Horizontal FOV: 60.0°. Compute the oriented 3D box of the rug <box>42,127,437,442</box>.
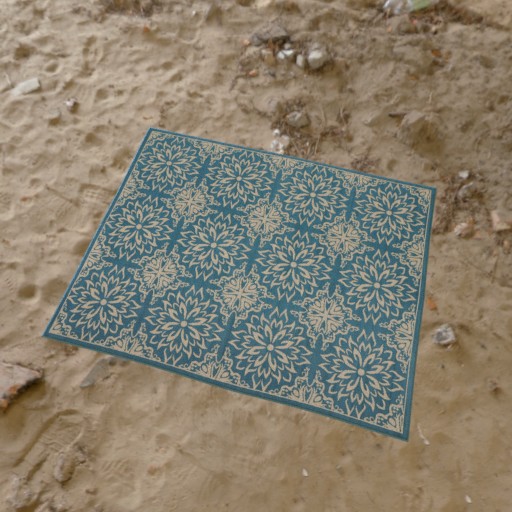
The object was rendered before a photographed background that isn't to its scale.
[{"bbox_3d":[0.000,0.000,3.933,2.964,0.018,2.350,14,64,7],"label":"rug"}]
